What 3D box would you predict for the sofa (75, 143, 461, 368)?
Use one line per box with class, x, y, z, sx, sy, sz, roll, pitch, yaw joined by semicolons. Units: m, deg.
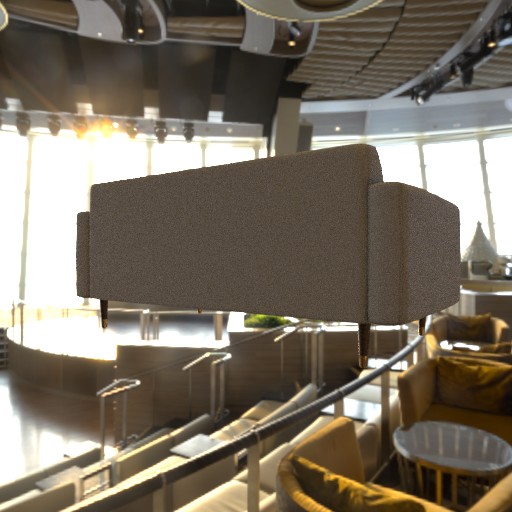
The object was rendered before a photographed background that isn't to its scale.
sofa;0.000;0.000;2.384;1.895;0.814;0.969;0;0;35
